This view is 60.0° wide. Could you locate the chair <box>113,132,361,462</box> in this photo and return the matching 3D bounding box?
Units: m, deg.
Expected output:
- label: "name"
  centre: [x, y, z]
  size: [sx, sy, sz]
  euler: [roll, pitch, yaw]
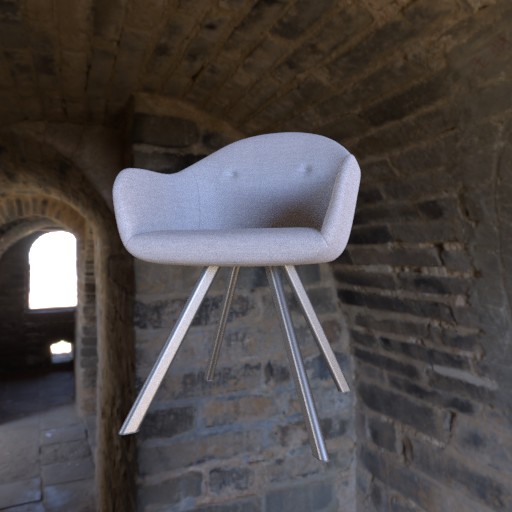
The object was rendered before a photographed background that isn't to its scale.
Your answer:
- label: "chair"
  centre: [0.000, 0.000, 1.174]
  size: [0.540, 0.780, 0.570]
  euler: [0, 0, 17]
